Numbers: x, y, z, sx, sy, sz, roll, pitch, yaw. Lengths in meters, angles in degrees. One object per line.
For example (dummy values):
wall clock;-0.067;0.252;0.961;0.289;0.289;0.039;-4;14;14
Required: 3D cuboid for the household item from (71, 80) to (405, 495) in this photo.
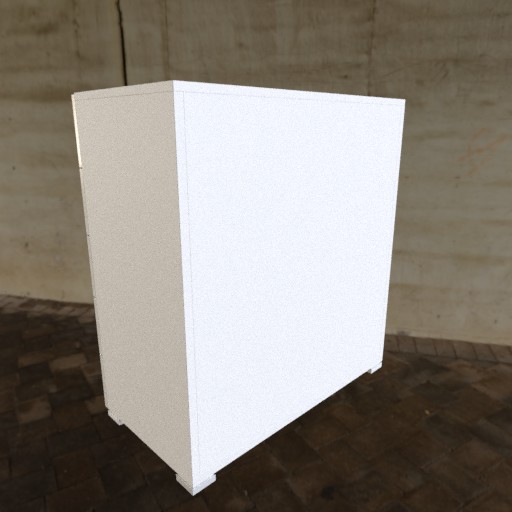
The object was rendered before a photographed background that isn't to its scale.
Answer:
household item;0.000;0.000;1.283;0.800;0.870;0.420;-15;22;-42
